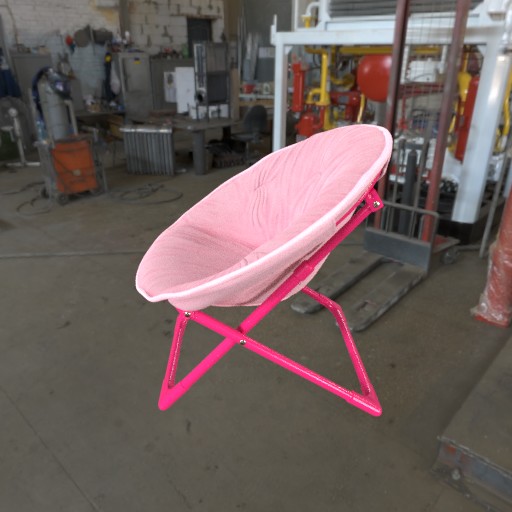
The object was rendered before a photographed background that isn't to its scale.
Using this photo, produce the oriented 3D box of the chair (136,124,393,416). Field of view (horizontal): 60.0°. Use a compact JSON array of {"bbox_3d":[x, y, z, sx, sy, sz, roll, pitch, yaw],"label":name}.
[{"bbox_3d":[0.000,0.000,0.877,0.459,0.494,0.522,-1,25,-2],"label":"chair"}]
